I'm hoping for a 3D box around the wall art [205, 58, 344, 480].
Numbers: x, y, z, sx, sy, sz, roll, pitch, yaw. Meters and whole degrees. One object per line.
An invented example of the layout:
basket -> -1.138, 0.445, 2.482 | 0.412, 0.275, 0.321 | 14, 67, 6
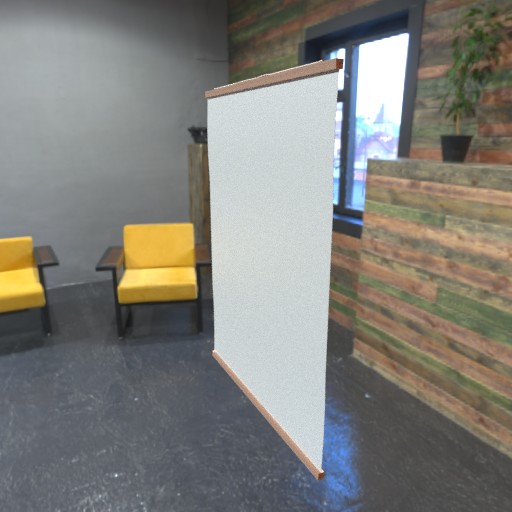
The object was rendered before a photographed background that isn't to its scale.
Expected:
wall art -> 0.000, 0.000, 1.343 | 0.020, 1.013, 0.758 | -7, 17, -25
